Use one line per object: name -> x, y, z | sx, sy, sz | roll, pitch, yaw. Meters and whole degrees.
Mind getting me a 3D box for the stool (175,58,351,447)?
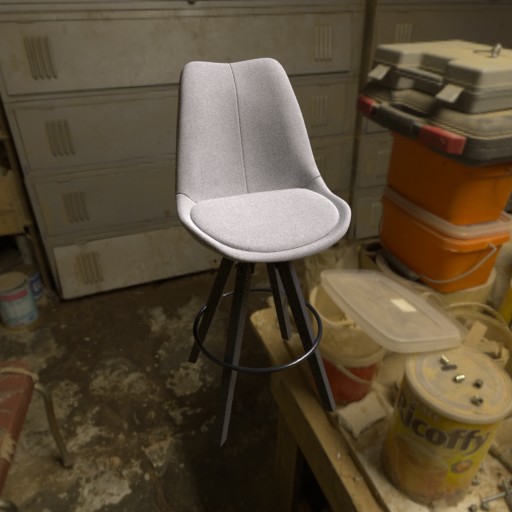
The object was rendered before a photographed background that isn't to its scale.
stool -> 0.000, 0.000, 1.439 | 0.485, 1.115, 0.550 | -10, 33, -16
